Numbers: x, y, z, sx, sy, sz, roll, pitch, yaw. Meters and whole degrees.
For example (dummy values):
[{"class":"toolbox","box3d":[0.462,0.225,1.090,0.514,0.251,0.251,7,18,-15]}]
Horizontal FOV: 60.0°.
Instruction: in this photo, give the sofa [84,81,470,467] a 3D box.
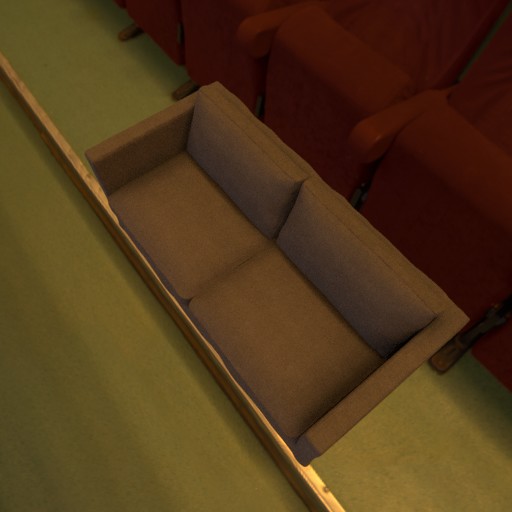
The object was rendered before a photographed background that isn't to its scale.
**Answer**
[{"class":"sofa","box3d":[0.000,0.000,2.463,0.953,0.855,1.982,-35,68,-17]}]
